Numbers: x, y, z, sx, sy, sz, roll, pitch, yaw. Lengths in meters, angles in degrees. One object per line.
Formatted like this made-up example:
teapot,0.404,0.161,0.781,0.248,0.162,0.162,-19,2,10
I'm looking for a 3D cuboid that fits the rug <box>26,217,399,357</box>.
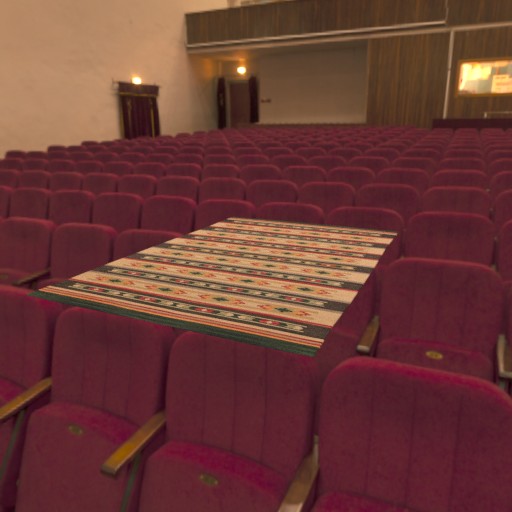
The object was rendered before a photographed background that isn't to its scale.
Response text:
rug,0.000,0.000,2.351,1.221,0.009,1.825,7,18,24
